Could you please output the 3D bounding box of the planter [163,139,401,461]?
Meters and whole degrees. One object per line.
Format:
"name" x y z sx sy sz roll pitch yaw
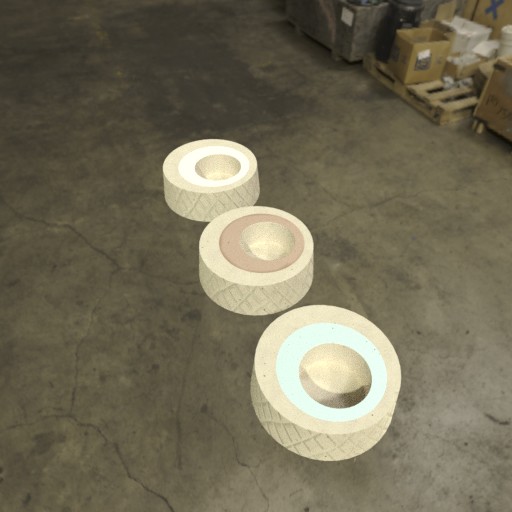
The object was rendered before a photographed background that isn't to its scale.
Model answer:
"planter" 0.000 0.000 0.429 0.114 0.038 0.390 -16 48 -15
